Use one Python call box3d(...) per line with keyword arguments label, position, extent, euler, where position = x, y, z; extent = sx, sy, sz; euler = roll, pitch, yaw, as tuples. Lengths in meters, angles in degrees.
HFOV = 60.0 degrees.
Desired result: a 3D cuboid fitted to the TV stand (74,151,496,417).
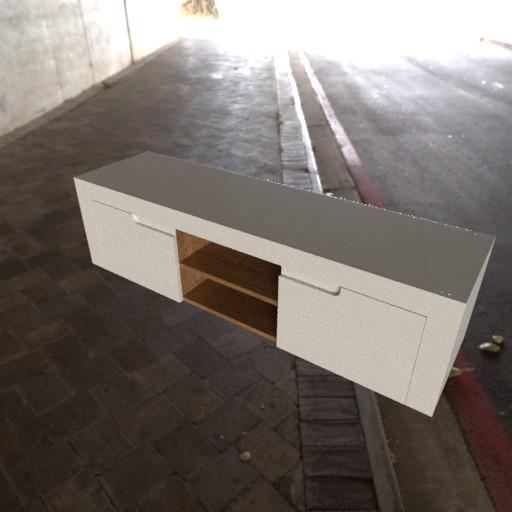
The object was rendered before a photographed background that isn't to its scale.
box3d(label="TV stand", position=(0.000, 0.000, 1.688), extent=(1.500, 0.440, 0.410), euler=(19, 36, 29))
